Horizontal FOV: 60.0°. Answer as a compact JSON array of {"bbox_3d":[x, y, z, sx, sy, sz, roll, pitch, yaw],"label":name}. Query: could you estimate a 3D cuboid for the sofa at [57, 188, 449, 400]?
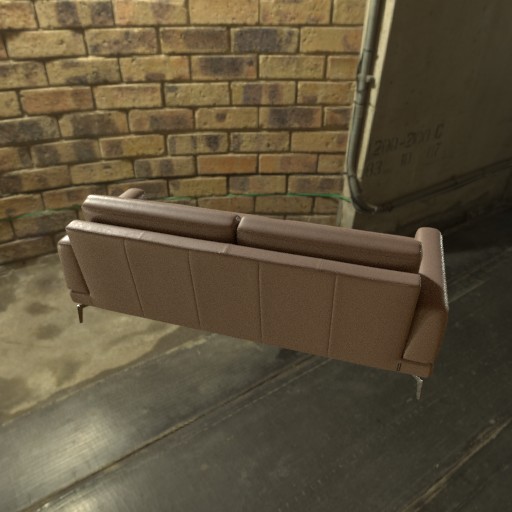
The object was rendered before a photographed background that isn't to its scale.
[{"bbox_3d":[0.000,0.000,2.460,1.940,0.765,0.974,9,33,14],"label":"sofa"}]
